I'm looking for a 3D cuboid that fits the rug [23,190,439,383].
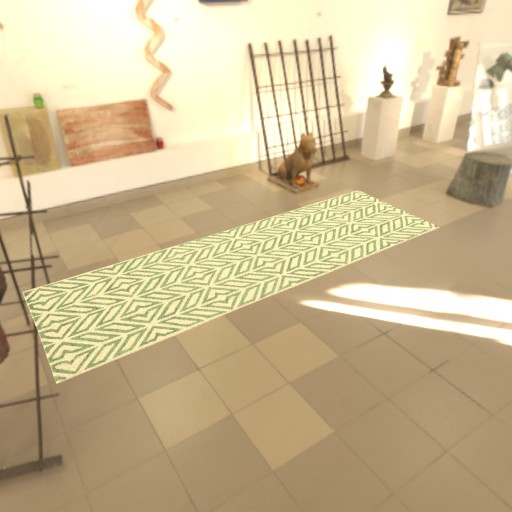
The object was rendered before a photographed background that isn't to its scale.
[{"bbox_3d":[0.000,0.000,2.629,2.435,0.009,0.750,-19,36,-28],"label":"rug"}]
